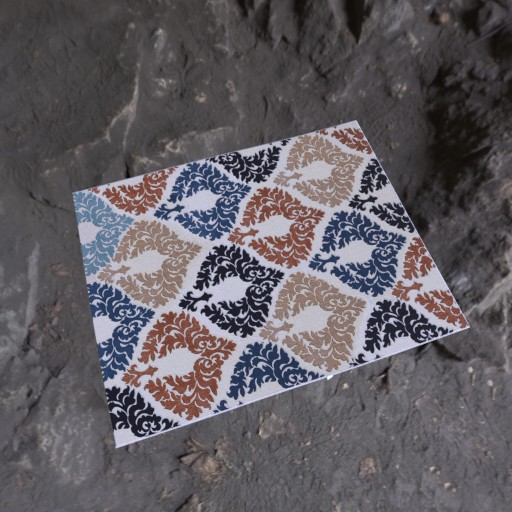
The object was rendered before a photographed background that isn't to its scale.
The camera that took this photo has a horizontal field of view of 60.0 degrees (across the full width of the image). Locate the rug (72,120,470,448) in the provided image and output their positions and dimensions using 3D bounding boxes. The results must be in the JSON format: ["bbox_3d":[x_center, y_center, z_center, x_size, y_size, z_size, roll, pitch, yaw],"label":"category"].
[{"bbox_3d":[0.000,0.000,4.051,3.040,0.014,2.423,-16,65,-8],"label":"rug"}]
